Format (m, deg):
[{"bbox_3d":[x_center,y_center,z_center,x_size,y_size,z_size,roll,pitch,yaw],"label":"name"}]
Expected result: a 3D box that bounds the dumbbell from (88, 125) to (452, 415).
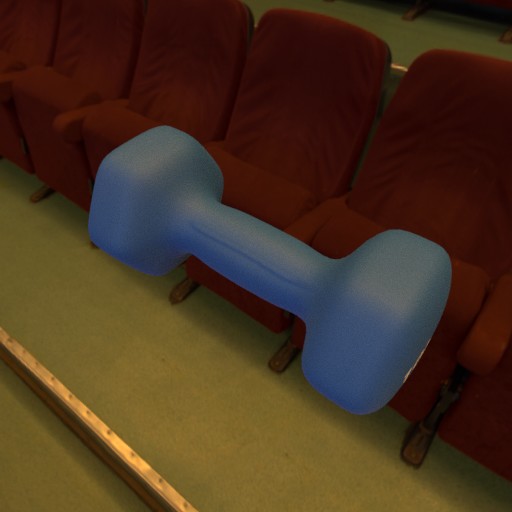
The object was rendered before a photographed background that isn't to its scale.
[{"bbox_3d":[0.000,0.000,0.265,0.212,0.093,0.103,29,53,25],"label":"dumbbell"}]
